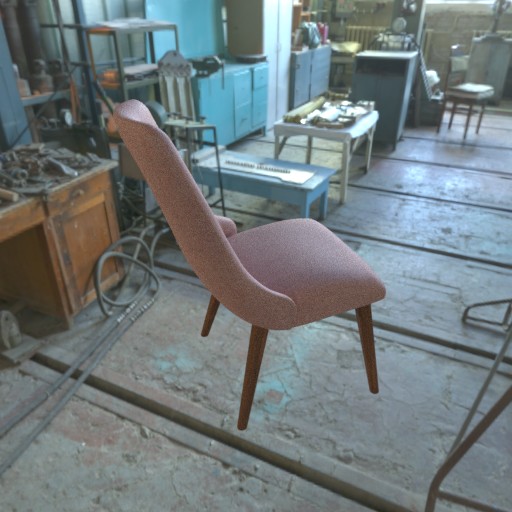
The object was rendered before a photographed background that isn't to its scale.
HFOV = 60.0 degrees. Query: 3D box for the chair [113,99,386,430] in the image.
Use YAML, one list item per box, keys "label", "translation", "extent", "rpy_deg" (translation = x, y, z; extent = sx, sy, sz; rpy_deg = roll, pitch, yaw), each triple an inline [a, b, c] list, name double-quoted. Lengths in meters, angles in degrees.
- label: "chair"
  translation: [0.000, 0.000, 1.364]
  extent: [0.707, 0.918, 0.535]
  rpy_deg: [-10, 32, -17]
